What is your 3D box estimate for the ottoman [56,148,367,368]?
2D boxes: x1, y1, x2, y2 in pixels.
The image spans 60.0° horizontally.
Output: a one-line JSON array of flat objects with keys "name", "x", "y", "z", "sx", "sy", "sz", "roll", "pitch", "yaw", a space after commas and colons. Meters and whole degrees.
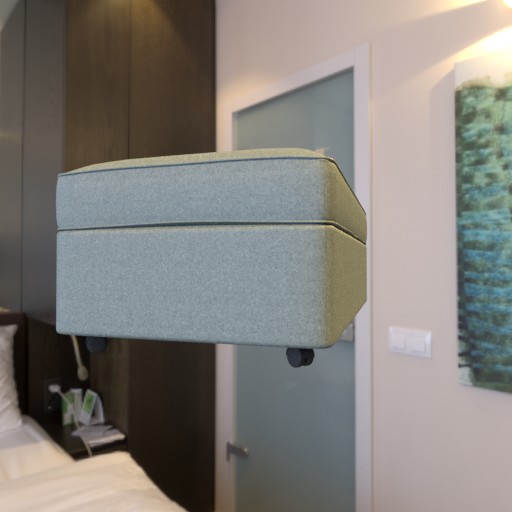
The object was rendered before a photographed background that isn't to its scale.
[{"name": "ottoman", "x": 0.000, "y": 0.000, "z": 1.522, "sx": 0.681, "sy": 0.494, "sz": 1.173, "roll": 0, "pitch": -1, "yaw": 17}]
